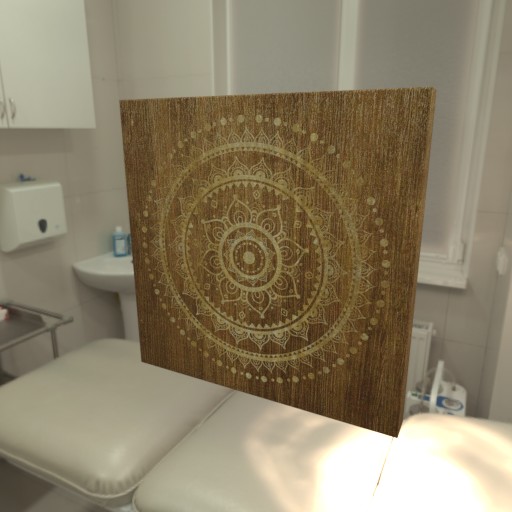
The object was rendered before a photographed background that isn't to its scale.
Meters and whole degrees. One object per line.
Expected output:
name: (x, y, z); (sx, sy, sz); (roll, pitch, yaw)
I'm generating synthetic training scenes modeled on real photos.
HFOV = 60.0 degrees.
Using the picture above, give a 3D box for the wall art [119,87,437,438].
wall art: (0.000, 0.000, 0.590); (0.406, 0.403, 0.039); (8, 18, 26)
